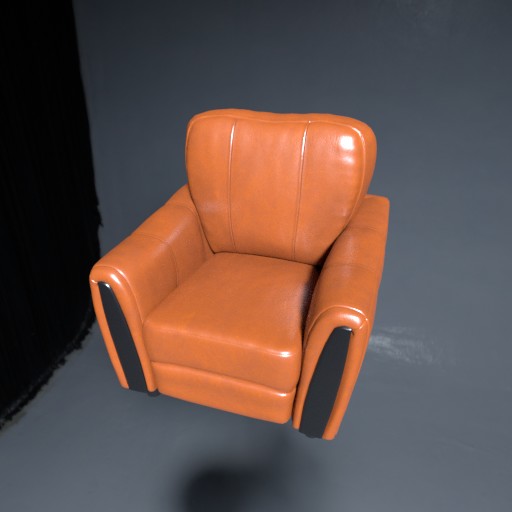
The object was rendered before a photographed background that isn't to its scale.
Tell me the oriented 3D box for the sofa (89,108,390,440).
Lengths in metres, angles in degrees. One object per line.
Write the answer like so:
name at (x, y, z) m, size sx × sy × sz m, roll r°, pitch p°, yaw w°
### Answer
sofa at (0.000, 0.000, 1.513) m, size 0.836 × 0.876 × 0.789 m, roll 9°, pitch 29°, yaw 16°
